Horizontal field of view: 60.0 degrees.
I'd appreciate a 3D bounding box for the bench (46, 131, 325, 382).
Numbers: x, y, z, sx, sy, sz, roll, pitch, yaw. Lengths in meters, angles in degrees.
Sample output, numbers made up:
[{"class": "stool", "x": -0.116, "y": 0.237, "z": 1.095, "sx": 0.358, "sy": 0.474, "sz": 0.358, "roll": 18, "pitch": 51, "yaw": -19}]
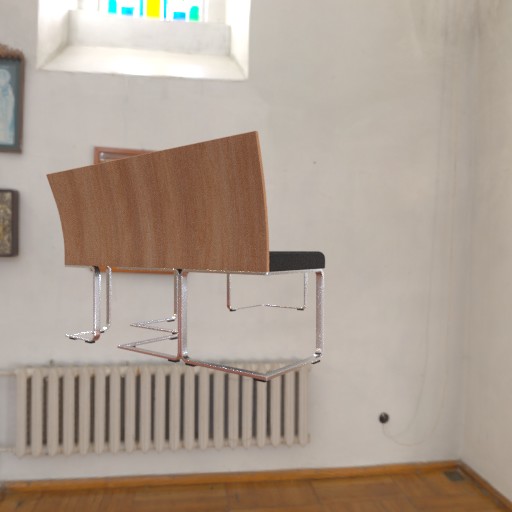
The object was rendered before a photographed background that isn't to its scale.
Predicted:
[{"class": "bench", "x": 0.000, "y": 0.000, "z": 2.823, "sx": 1.495, "sy": 0.930, "sz": 1.945, "roll": 0, "pitch": 1, "yaw": 38}]
